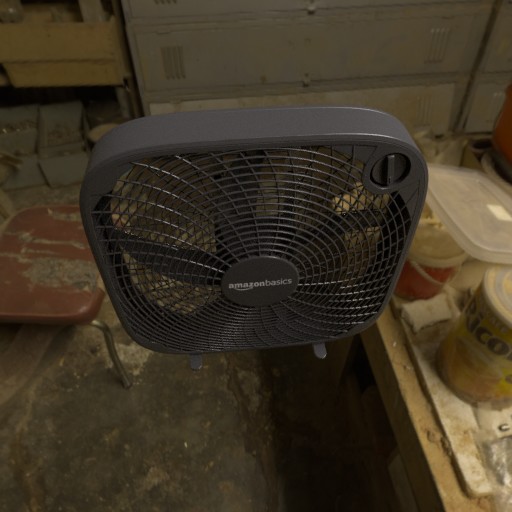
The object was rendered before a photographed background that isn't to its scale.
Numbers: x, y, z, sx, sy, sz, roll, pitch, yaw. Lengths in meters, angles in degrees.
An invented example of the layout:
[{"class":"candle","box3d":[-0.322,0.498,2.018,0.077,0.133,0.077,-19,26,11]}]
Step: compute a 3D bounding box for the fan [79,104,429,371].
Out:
[{"class":"fan","box3d":[0.000,0.000,0.796,0.526,0.533,0.142,-4,47,-4]}]
